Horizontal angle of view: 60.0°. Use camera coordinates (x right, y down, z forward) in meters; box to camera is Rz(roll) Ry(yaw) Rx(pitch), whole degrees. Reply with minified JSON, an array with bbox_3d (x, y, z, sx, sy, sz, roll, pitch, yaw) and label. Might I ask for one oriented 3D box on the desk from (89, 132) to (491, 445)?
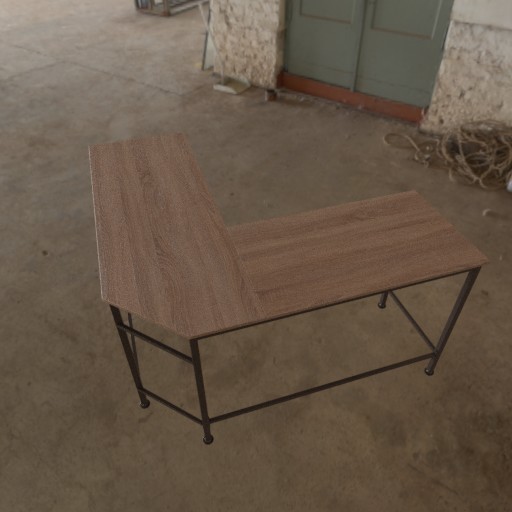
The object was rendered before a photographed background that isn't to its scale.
[{"bbox_3d":[0.000,0.000,2.216,1.379,0.739,1.379,-12,43,-13],"label":"desk"}]
